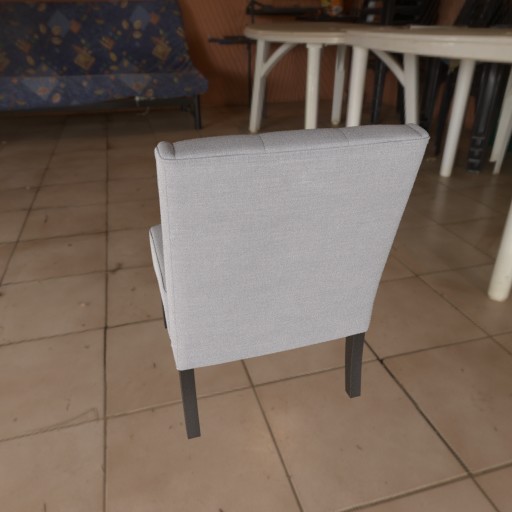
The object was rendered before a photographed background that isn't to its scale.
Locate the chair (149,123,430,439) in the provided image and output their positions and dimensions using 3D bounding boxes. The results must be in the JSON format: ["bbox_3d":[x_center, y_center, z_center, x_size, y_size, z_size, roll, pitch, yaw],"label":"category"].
[{"bbox_3d":[0.000,0.000,1.309,0.569,0.853,0.676,-8,29,-15],"label":"chair"}]
